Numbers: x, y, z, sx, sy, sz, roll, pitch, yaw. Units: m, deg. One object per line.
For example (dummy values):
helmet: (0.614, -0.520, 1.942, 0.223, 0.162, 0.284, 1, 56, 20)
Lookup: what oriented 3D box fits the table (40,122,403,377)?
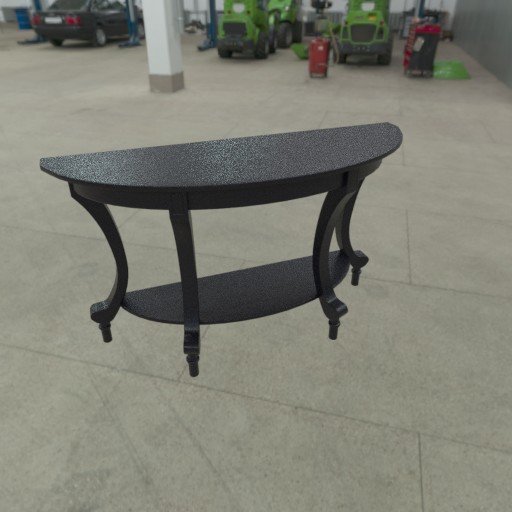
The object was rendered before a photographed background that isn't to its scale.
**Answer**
table: (0.000, 0.000, 1.491, 1.198, 0.692, 0.394, -11, 33, -17)
